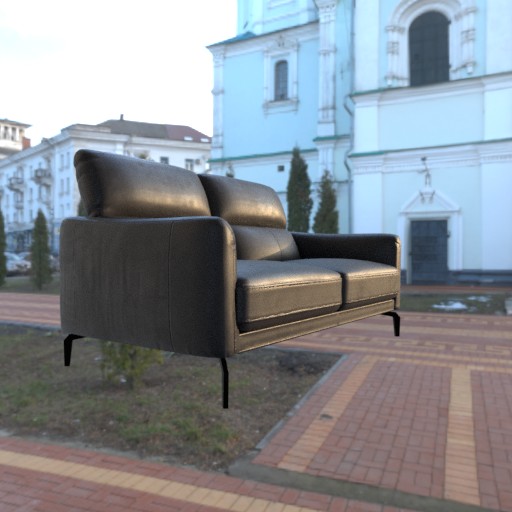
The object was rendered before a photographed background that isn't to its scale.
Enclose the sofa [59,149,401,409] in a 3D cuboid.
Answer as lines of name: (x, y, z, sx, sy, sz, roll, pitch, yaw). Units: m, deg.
sofa: (0.000, 0.000, 2.162, 0.958, 0.920, 1.596, 0, 0, 37)
